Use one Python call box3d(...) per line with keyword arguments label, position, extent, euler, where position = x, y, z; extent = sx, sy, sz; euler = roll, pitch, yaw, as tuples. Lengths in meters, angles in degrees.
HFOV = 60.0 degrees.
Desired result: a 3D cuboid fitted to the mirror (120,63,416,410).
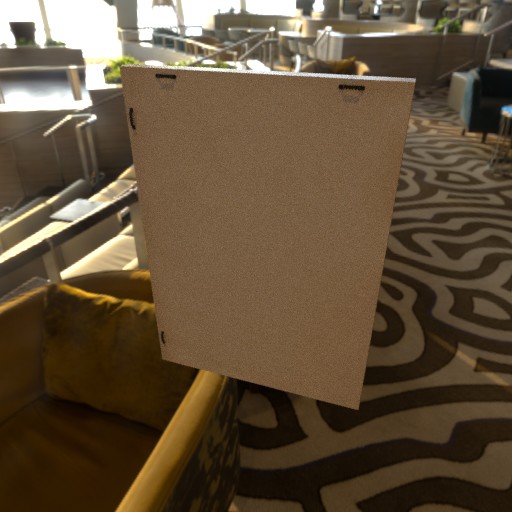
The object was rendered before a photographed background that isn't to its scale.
box3d(label="mirror", position=(0.000, 0.000, 0.917), extent=(0.508, 0.711, 0.039), euler=(10, 32, 16))
